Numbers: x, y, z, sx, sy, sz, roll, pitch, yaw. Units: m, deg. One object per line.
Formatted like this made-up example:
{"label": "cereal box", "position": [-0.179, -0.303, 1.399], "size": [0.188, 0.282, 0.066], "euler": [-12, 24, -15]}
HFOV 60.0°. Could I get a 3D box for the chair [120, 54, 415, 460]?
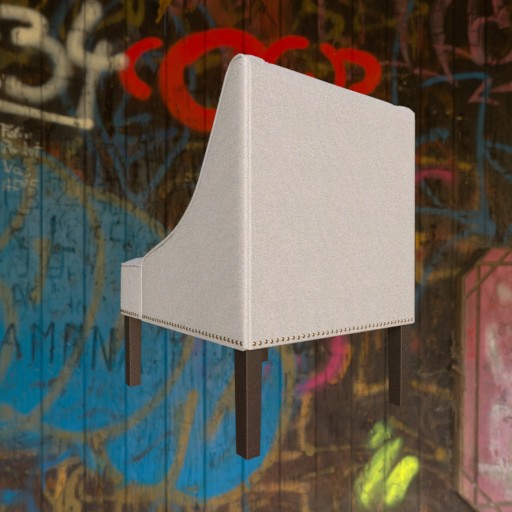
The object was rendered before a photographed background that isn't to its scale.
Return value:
{"label": "chair", "position": [0.000, 0.000, 1.403], "size": [0.631, 0.867, 0.747], "euler": [0, 0, -37]}
